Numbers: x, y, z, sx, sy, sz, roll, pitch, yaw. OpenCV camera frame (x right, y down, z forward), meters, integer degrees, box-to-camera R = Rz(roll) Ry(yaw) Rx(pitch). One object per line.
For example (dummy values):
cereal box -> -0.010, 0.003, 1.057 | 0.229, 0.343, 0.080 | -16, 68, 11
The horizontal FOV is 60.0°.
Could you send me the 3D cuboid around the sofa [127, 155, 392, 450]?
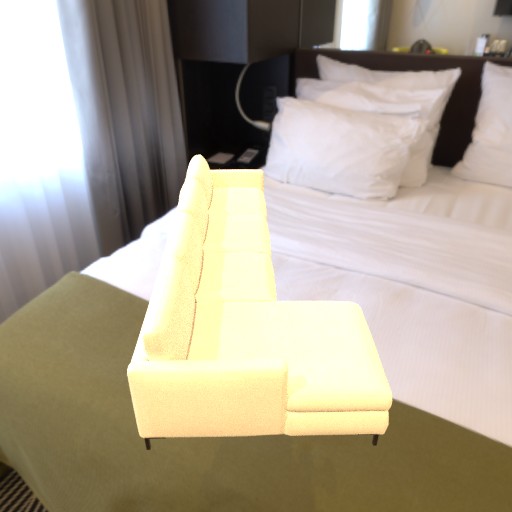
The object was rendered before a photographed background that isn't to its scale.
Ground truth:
sofa -> 0.000, 0.000, 3.794 | 1.467, 0.875, 3.186 | -1, 30, -2
